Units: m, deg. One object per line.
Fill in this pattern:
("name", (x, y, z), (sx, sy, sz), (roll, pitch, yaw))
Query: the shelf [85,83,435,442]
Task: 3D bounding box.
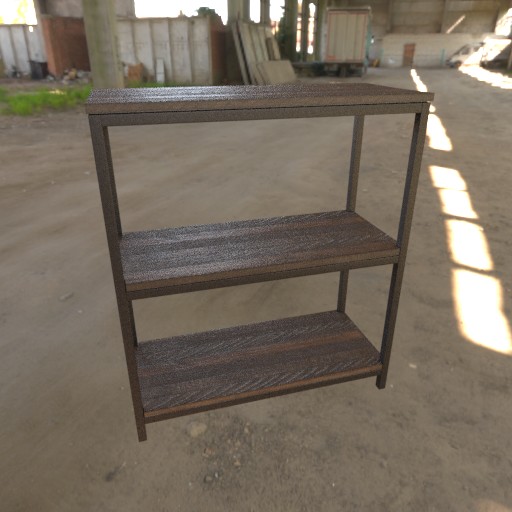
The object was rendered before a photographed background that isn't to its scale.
("shelf", (0.000, 0.000, 1.353), (0.822, 0.947, 0.352), (-7, 26, -15))
